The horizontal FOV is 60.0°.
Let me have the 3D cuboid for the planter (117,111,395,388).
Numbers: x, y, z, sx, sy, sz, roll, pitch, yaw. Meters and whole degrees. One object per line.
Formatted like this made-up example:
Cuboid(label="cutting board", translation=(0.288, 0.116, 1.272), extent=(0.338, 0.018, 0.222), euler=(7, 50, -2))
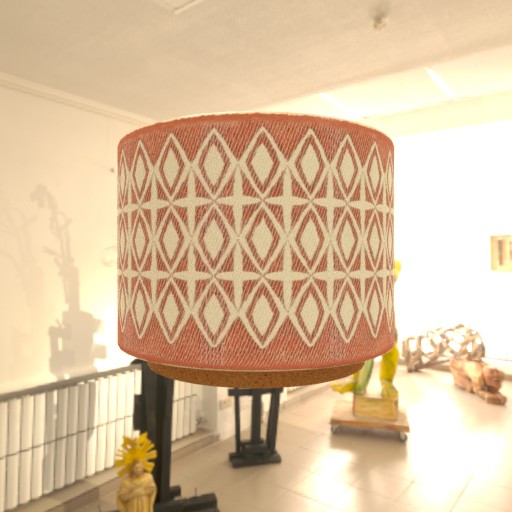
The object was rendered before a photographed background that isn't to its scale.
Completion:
Cuboid(label="planter", translation=(0.000, 0.000, 0.322), extent=(0.192, 0.148, 0.192), euler=(0, 0, 0))
